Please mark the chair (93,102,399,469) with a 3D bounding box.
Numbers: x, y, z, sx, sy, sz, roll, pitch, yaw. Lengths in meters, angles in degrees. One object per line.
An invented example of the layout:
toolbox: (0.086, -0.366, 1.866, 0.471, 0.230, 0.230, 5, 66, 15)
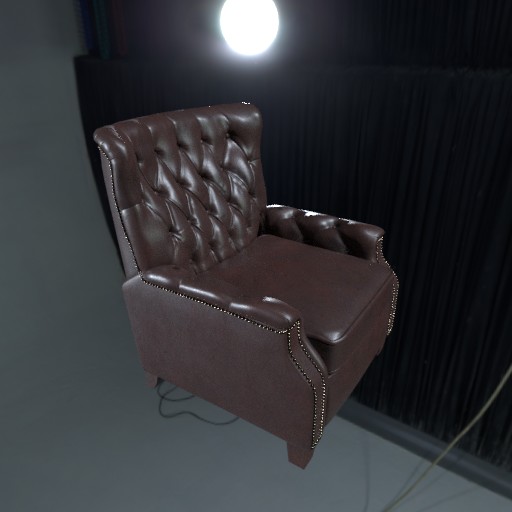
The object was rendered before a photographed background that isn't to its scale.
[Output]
chair: (0.000, 0.000, 1.472, 0.823, 0.864, 0.709, 16, 31, 30)
